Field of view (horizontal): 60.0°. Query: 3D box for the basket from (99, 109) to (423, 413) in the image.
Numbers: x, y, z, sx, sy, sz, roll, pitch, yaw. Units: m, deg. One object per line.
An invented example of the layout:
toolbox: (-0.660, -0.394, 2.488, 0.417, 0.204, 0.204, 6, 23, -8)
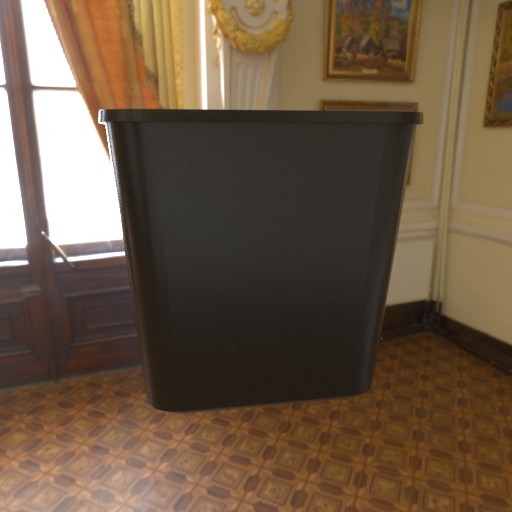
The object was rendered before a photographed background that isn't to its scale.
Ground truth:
basket: (0.000, 0.000, 0.510, 0.300, 0.307, 0.211, -2, 15, -9)
